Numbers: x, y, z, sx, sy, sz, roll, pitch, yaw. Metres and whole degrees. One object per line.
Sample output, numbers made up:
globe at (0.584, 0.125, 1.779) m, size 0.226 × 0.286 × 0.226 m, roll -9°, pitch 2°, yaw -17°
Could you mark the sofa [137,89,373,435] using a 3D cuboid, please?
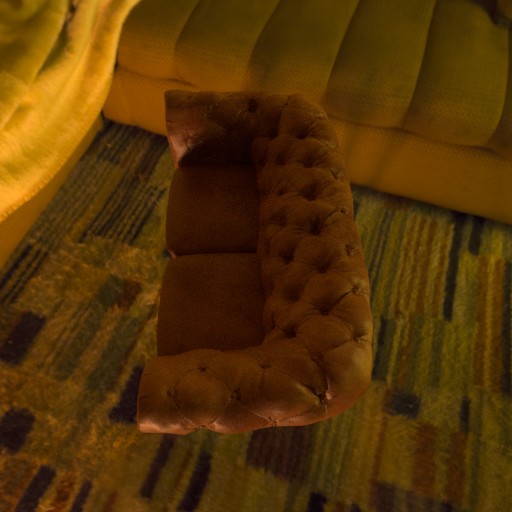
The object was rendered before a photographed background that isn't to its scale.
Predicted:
sofa at (0.000, 0.000, 2.501) m, size 1.042 × 0.877 × 1.979 m, roll -2°, pitch 59°, yaw -1°
